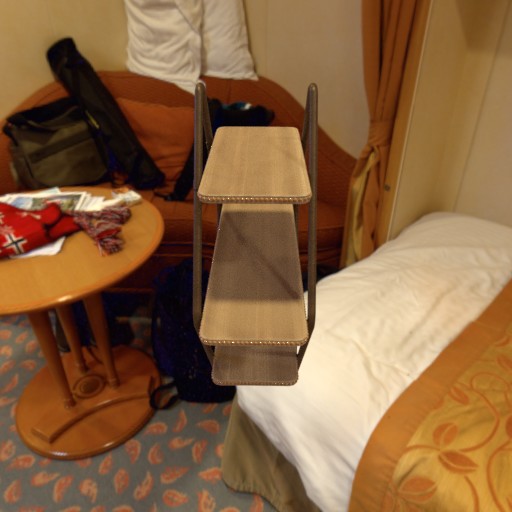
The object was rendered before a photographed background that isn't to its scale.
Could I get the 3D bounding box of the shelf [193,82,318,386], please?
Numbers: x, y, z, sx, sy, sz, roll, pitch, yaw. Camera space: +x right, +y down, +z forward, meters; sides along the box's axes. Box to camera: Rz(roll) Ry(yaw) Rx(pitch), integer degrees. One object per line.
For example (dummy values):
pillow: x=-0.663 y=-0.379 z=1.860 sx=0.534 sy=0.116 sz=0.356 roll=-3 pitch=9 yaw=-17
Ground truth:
shelf: x=0.000 y=0.000 z=1.048 sx=0.234 sy=0.774 sz=0.609 roll=1 pitch=33 yaw=1
